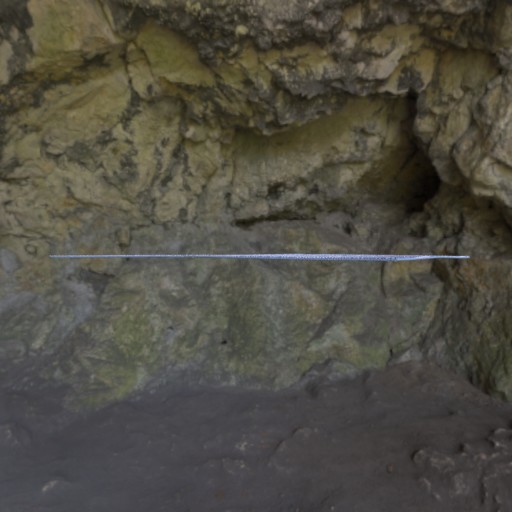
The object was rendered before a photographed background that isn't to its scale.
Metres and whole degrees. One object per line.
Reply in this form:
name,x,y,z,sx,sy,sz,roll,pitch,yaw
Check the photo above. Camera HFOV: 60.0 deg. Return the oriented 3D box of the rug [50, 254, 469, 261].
rug,0.000,0.000,2.214,1.777,0.021,1.145,0,0,35
